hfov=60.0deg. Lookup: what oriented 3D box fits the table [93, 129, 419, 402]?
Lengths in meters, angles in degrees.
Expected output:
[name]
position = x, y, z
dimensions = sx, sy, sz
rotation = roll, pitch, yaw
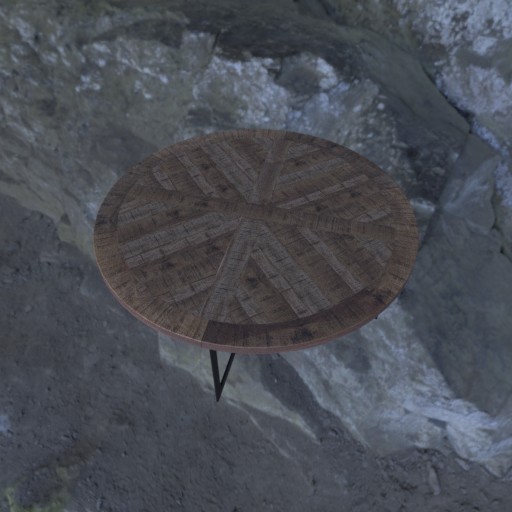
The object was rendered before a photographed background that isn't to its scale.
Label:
[table]
position = 0.000, 0.000, 1.956
dimensions = 1.264, 0.516, 1.264
rotation = 0, 46, 0
